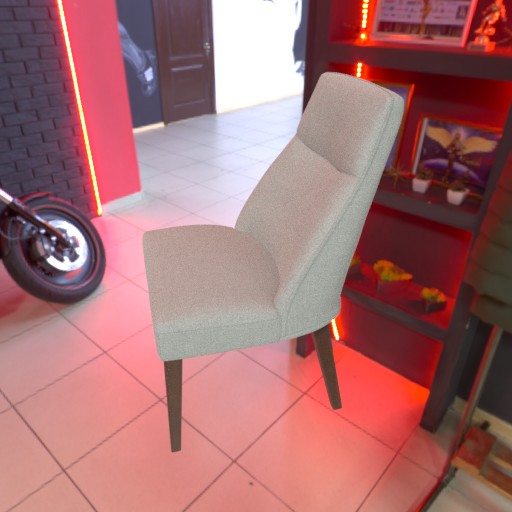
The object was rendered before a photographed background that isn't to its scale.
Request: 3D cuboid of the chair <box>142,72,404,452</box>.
[{"bbox_3d":[0.000,0.000,1.267,0.620,0.930,0.500,-8,31,-14],"label":"chair"}]
